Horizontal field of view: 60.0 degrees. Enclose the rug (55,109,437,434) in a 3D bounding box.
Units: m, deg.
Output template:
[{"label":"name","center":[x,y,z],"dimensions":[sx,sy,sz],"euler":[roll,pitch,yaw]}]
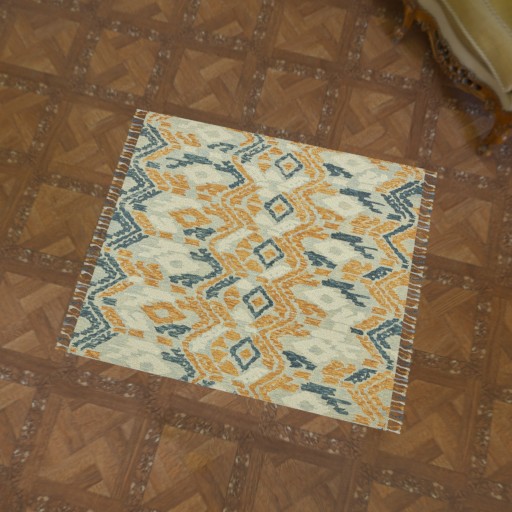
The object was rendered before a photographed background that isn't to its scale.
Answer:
[{"label":"rug","center":[0.000,0.000,4.080],"dimensions":[3.048,0.010,2.439],"euler":[13,76,3]}]
